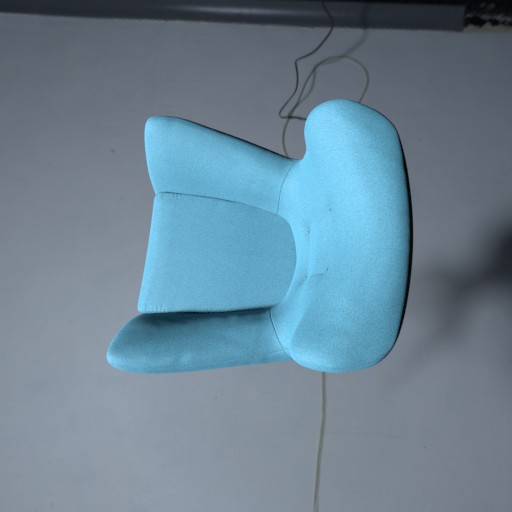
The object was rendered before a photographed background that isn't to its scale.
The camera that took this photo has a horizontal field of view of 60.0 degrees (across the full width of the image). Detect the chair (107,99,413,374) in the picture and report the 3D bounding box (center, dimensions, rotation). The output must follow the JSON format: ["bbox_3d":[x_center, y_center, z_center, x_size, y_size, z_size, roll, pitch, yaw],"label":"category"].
[{"bbox_3d":[0.000,0.000,1.623,0.889,0.889,0.890,5,76,1],"label":"chair"}]
